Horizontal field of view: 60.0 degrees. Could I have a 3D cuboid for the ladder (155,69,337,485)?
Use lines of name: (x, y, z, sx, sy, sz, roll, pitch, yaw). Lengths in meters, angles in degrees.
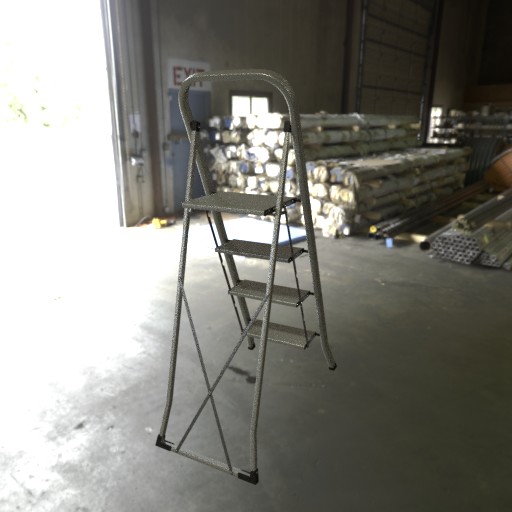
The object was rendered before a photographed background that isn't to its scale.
ladder: (0.000, 0.000, 1.698, 0.465, 1.290, 0.830, 8, 19, 25)
